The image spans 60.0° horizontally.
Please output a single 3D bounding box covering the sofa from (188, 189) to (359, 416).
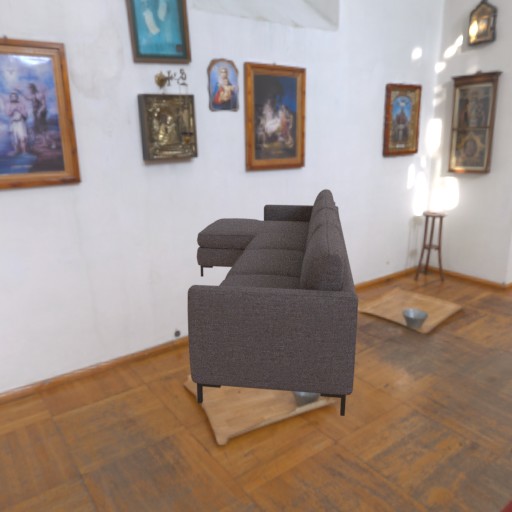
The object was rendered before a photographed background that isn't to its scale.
[{"bbox_3d":[0.000,0.000,3.237,1.258,0.754,2.731,2,15,8],"label":"sofa"}]
